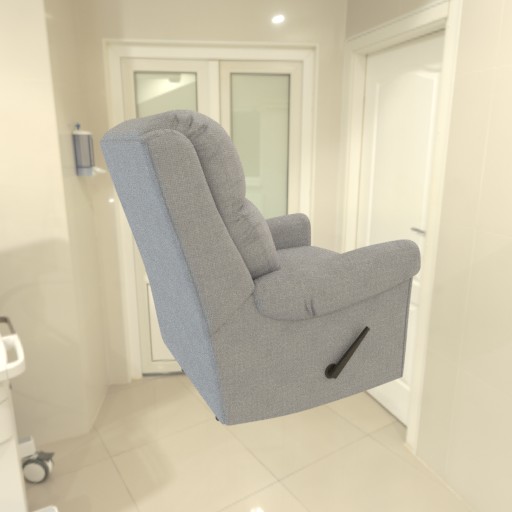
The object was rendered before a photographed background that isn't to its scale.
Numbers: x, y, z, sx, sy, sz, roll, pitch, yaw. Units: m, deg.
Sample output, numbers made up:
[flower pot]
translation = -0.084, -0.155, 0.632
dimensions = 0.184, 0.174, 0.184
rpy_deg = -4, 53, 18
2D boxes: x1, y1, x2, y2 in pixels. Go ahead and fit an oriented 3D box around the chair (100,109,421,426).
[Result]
[chair]
translation = 0.000, 0.000, 1.749
dimensions = 1.014, 1.054, 0.838
rpy_deg = -7, 16, -26
